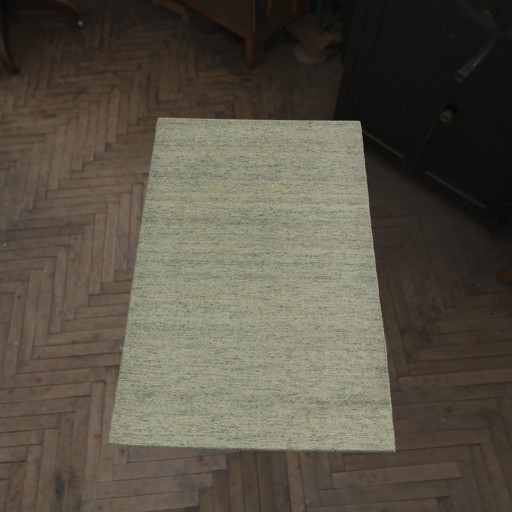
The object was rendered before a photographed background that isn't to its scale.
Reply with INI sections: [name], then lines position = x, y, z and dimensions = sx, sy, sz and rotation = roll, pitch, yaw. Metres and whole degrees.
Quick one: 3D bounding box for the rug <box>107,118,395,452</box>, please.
[rug]
position = 0.000, 0.000, 2.296
dimensions = 1.243, 0.014, 1.846
rotation = 1, 64, 1
